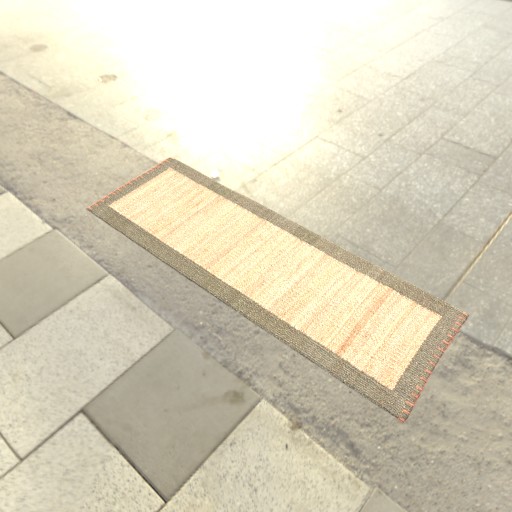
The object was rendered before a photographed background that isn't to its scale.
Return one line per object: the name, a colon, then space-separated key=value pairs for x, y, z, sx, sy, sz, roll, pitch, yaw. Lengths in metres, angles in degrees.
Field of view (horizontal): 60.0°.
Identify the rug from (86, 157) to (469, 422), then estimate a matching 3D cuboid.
rug: x=0.000 y=0.000 z=2.779 sx=2.413 sy=0.016 sz=0.810 roll=31 pitch=54 yaw=26
